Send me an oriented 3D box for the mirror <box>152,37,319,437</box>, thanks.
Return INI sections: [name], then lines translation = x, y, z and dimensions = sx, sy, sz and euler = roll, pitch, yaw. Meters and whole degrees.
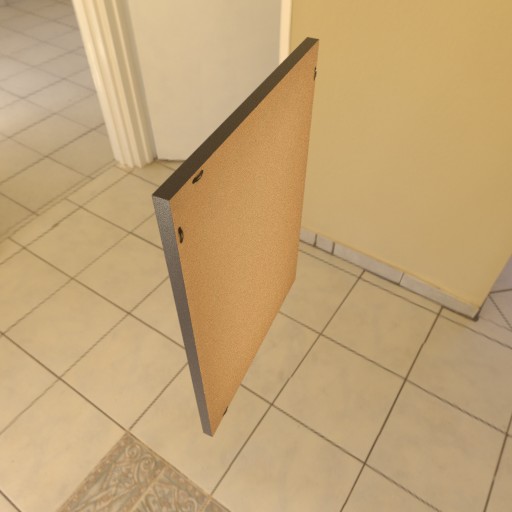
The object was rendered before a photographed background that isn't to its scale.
[mirror]
translation = 0.000, 0.000, 1.353
dimensions = 0.041, 1.016, 0.762
euler = 19, 49, 17
